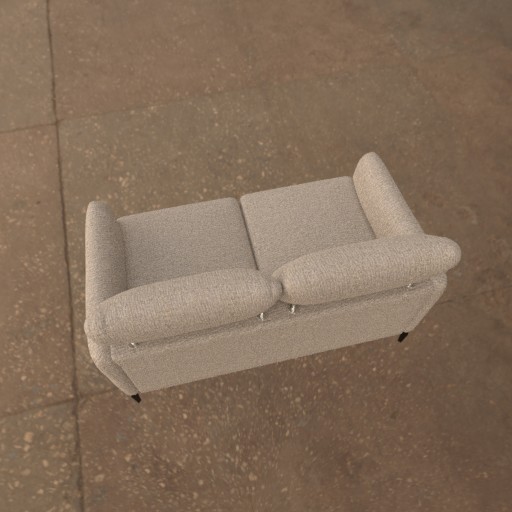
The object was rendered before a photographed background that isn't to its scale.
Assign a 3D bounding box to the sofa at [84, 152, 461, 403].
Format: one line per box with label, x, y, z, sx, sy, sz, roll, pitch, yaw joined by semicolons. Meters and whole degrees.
sofa;0.000;0.000;2.107;1.540;0.950;0.905;-11;59;-7
